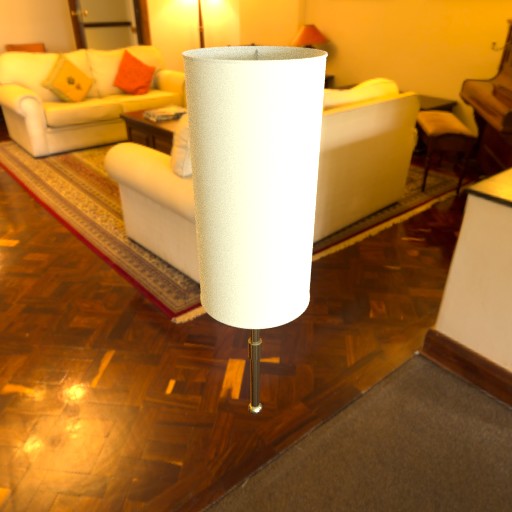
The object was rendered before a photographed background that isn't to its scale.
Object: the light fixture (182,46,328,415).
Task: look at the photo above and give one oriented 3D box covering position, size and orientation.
[{"bbox_3d":[0.000,0.000,0.542,0.128,0.462,0.208,1,30,1],"label":"light fixture"}]
